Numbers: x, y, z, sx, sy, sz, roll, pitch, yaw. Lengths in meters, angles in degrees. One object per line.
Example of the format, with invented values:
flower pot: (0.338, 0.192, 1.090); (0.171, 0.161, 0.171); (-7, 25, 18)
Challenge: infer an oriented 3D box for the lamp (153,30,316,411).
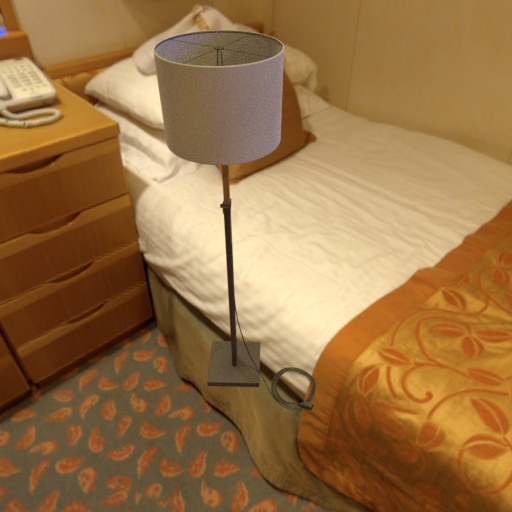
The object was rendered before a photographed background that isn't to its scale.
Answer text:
lamp: (0.000, 0.000, 1.888); (0.639, 1.650, 0.474); (1, 40, 1)
